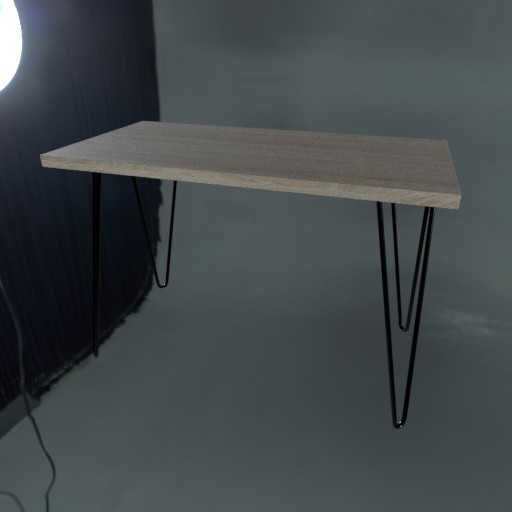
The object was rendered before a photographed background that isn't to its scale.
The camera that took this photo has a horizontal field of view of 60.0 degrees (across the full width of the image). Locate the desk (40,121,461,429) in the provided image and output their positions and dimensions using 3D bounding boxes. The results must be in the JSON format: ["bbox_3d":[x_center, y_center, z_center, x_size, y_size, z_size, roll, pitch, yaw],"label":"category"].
[{"bbox_3d":[0.000,0.000,1.349,0.991,0.660,0.499,8,28,16],"label":"desk"}]
